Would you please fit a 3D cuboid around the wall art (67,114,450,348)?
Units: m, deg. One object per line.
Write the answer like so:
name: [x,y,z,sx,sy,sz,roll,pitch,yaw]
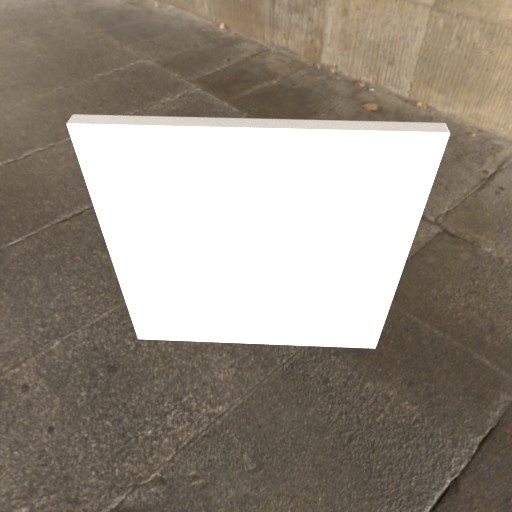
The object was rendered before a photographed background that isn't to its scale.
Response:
wall art: [0.000,0.000,1.163,0.762,0.762,0.040,2,46,2]
